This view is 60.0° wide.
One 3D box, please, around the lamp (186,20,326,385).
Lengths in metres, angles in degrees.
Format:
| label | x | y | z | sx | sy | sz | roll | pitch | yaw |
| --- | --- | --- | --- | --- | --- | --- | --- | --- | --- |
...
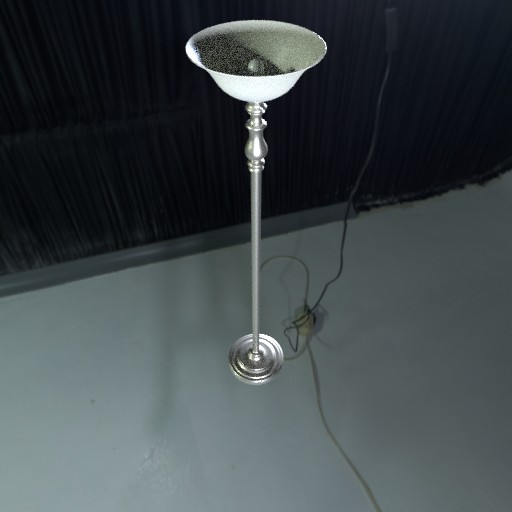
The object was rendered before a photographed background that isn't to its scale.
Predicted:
| label | x | y | z | sx | sy | sz | roll | pitch | yaw |
| --- | --- | --- | --- | --- | --- | --- | --- | --- | --- |
| lamp | 0.000 | 0.000 | 1.924 | 0.405 | 1.771 | 0.405 | -16 | 49 | -15 |
